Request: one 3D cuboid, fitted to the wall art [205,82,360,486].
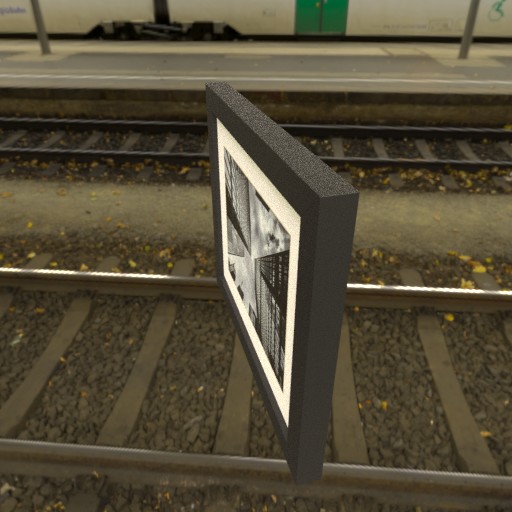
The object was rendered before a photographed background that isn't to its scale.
[{"bbox_3d":[0.000,0.000,0.525,0.028,0.321,0.381,-9,33,-14],"label":"wall art"}]
